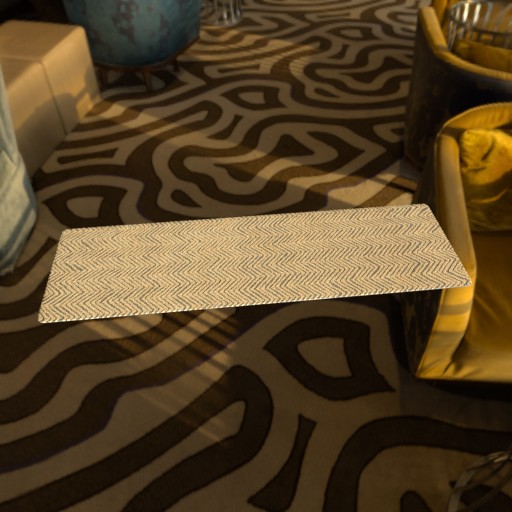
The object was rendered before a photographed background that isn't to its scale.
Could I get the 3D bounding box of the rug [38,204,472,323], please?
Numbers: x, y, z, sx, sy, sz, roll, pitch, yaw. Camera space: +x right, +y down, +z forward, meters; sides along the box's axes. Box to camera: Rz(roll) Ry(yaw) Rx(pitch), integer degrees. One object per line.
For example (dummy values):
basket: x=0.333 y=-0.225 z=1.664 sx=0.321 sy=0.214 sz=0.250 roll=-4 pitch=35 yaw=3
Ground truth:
rug: x=0.000 y=0.000 z=2.539 sx=2.286 sy=0.008 sz=0.686 roll=-4 pitch=47 yaw=-4
